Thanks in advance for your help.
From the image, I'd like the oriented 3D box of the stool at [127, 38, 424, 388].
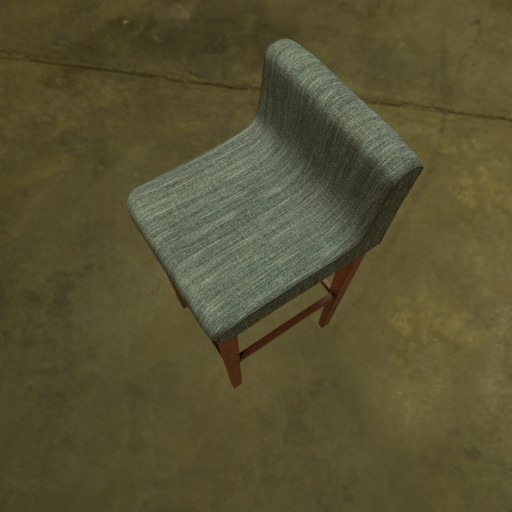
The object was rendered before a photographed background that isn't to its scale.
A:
[{"bbox_3d":[0.000,0.000,1.254,0.499,0.965,0.426,-31,68,-15],"label":"stool"}]
